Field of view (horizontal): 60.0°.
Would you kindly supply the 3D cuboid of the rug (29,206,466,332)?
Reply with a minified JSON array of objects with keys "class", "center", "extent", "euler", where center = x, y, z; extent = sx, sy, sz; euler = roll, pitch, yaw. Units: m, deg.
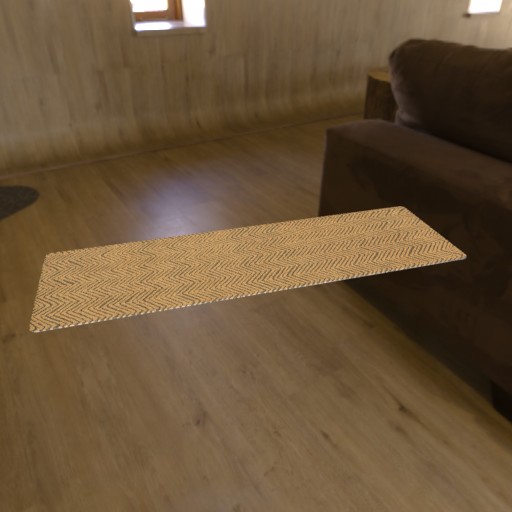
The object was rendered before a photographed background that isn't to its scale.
[{"class":"rug","center":[0.000,0.000,2.501],"extent":[2.286,0.008,0.686],"euler":[-9,33,-13]}]
